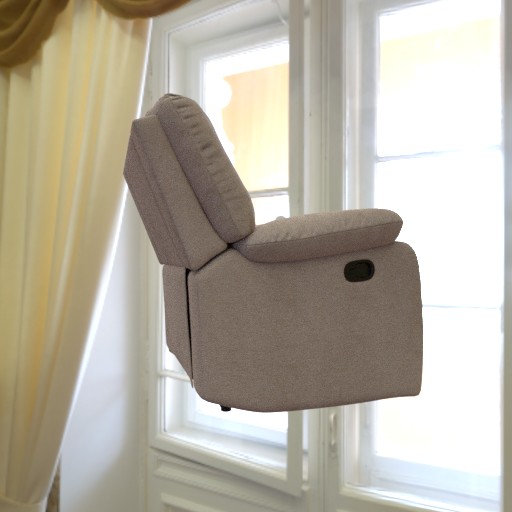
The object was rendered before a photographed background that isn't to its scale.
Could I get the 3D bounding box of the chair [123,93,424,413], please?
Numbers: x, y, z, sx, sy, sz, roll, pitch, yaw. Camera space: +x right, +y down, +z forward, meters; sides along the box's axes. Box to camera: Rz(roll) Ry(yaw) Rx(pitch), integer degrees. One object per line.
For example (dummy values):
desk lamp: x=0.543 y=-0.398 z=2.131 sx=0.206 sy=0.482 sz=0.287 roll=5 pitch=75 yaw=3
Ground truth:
chair: x=0.000 y=0.000 z=1.681 sx=0.944 sy=1.008 sz=0.899 roll=0 pitch=0 yaw=-18
